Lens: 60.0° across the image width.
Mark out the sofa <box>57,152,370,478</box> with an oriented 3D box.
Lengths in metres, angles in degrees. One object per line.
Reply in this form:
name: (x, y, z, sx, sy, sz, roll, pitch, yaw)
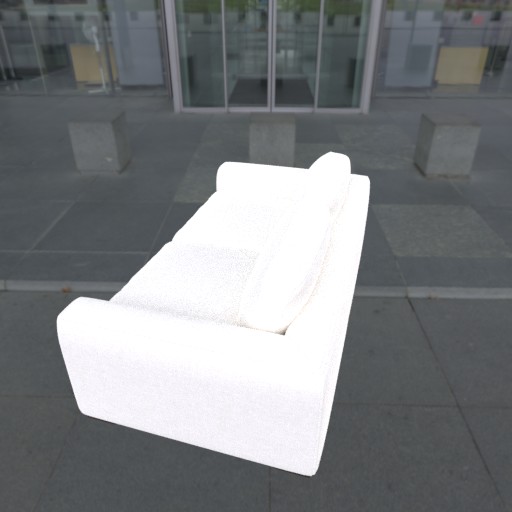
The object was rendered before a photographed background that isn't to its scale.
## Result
sofa: (0.000, 0.000, 2.405, 1.069, 0.801, 1.920, 9, 32, 14)
